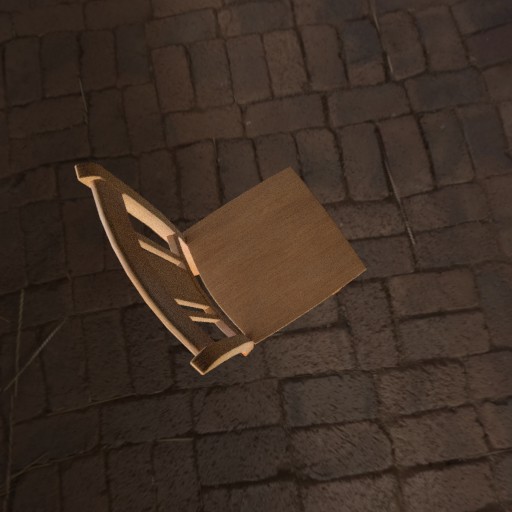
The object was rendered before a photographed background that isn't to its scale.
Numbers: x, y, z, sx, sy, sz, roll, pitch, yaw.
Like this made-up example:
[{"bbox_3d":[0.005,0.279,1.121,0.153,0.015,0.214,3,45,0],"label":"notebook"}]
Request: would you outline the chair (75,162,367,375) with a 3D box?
[{"bbox_3d":[0.000,0.000,1.292,0.556,0.998,0.450,-33,78,-8],"label":"chair"}]
